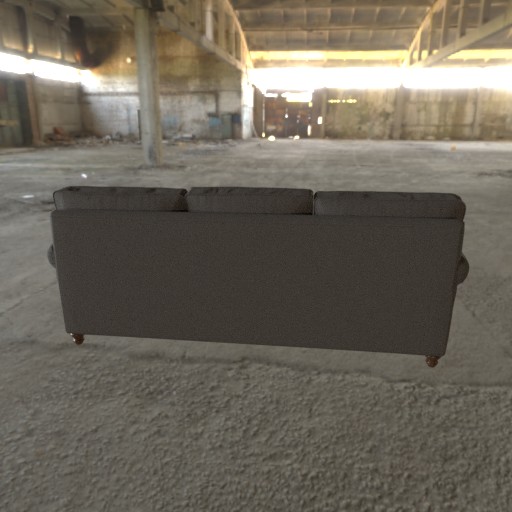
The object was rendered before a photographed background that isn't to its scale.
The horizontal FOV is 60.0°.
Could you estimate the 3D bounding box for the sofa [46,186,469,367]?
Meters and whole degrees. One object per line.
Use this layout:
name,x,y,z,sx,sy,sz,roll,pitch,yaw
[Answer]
sofa,0.000,0.000,2.808,2.353,0.948,0.966,2,17,7
